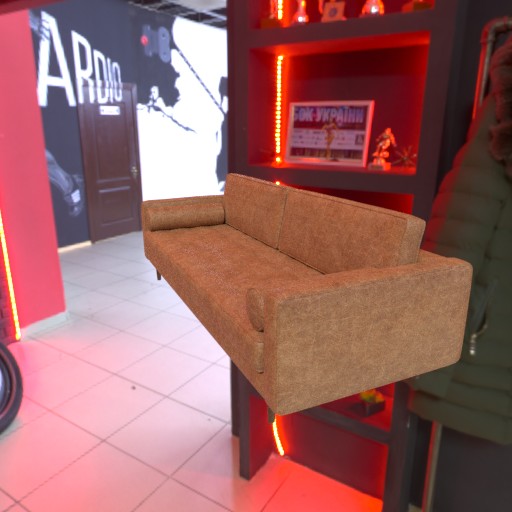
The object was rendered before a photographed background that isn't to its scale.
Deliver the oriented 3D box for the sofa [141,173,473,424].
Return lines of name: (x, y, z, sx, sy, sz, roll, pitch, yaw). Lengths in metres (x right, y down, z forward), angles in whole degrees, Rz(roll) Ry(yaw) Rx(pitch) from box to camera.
sofa: (0.000, 0.000, 2.581, 0.919, 0.770, 2.200, -8, 18, -24)
